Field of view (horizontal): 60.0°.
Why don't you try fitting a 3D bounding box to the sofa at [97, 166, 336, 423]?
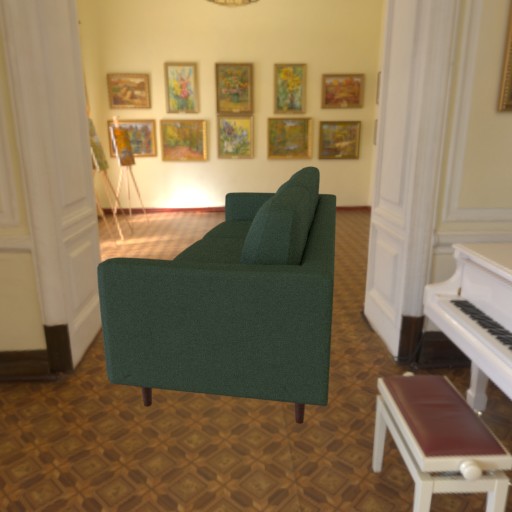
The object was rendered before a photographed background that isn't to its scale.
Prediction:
[{"bbox_3d":[0.000,0.000,2.537,0.879,0.899,2.029,3,16,10],"label":"sofa"}]
